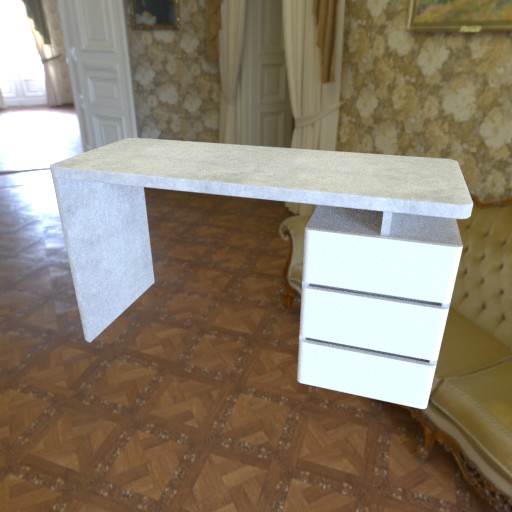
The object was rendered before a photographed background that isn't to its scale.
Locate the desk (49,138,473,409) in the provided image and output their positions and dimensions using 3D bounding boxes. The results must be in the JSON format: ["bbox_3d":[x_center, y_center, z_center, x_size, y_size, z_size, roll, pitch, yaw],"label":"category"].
[{"bbox_3d":[0.000,0.000,1.772,1.400,0.755,0.550,8,27,16],"label":"desk"}]
